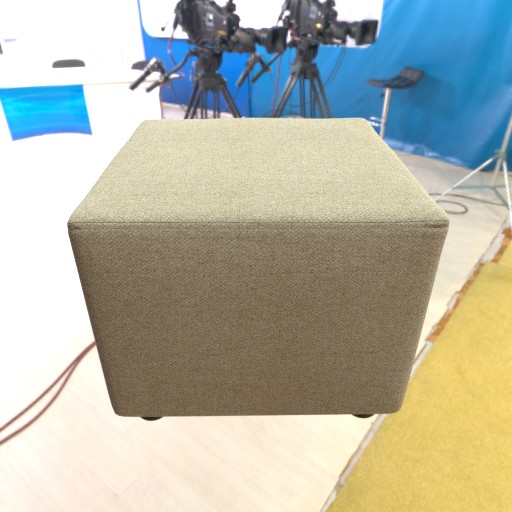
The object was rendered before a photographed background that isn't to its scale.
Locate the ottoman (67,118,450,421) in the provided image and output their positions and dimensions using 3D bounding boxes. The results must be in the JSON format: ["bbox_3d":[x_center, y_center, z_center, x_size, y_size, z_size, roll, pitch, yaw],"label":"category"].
[{"bbox_3d":[0.000,0.000,0.870,0.508,0.432,0.508,0,31,-1],"label":"ottoman"}]
